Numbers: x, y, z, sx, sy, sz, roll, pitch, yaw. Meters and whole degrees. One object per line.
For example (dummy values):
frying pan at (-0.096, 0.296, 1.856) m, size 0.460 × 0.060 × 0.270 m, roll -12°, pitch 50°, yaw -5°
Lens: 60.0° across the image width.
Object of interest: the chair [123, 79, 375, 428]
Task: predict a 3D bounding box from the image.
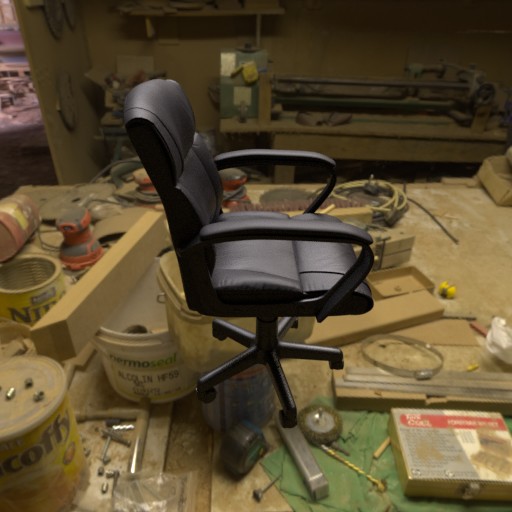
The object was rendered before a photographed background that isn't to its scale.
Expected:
chair at (0.000, 0.000, 1.366) m, size 0.641 × 0.998 × 0.576 m, roll -1°, pitch 32°, yaw -1°
